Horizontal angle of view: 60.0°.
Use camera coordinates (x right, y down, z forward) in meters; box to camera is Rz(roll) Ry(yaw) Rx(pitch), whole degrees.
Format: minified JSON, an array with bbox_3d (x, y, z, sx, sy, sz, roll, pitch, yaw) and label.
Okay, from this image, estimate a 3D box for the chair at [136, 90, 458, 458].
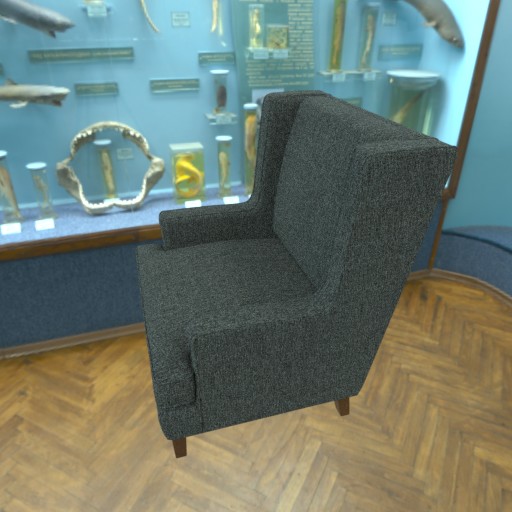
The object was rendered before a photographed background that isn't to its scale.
[{"bbox_3d":[0.000,0.000,1.771,0.927,1.082,0.942,-8,31,-14],"label":"chair"}]
